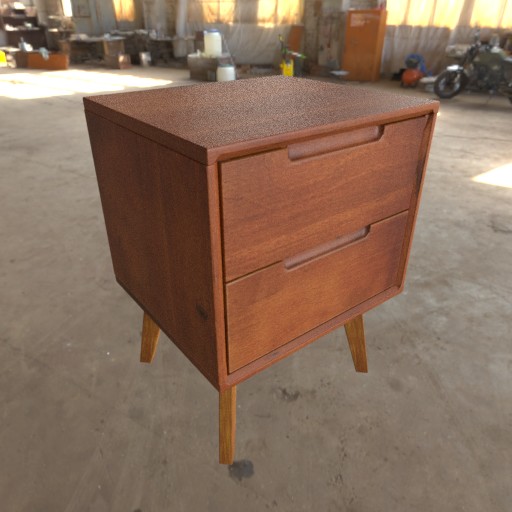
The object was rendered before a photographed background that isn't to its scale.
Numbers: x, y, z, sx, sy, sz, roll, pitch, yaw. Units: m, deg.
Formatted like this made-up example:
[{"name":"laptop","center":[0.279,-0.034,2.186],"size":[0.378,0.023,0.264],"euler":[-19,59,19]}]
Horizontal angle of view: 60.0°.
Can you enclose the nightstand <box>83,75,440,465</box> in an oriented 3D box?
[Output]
[{"name":"nightstand","center":[0.000,0.000,0.910],"size":[0.460,0.618,0.411],"euler":[-21,36,-32]}]
